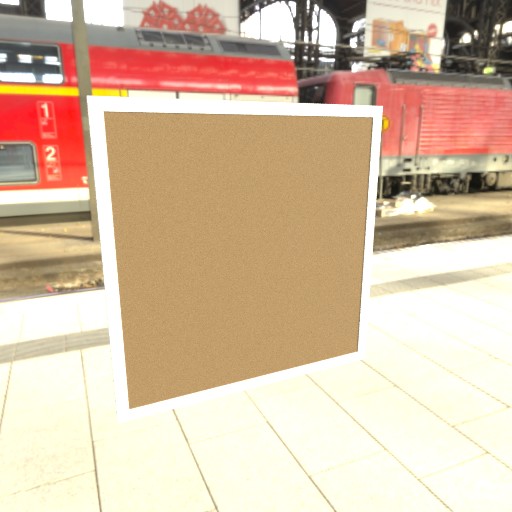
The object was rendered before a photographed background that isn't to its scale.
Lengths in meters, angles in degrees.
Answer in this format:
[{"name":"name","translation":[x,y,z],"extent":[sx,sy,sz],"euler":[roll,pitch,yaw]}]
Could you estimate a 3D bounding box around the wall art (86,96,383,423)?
[{"name":"wall art","translation":[0.000,0.000,1.234],"extent":[0.812,0.812,0.015],"euler":[-7,17,-25]}]
